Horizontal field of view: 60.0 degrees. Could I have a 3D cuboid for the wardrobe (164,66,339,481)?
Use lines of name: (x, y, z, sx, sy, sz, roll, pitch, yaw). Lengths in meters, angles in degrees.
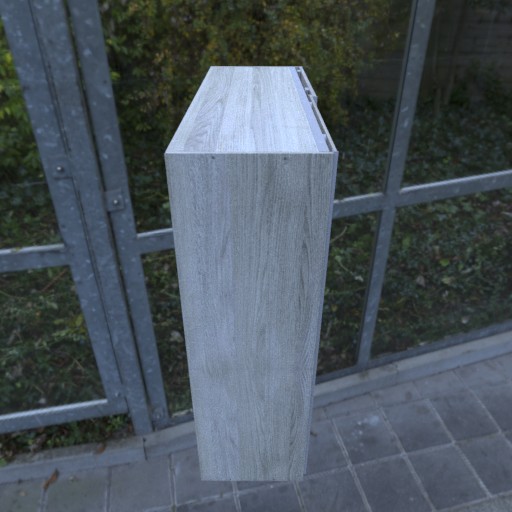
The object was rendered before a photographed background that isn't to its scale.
wardrobe: (0.000, 0.000, 2.800, 0.629, 1.960, 1.780, 0, 32, 0)
